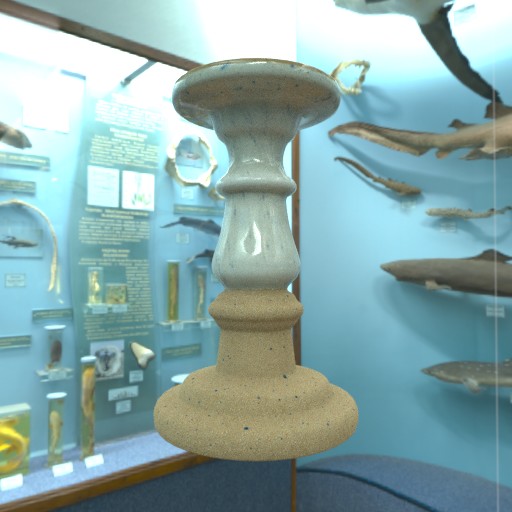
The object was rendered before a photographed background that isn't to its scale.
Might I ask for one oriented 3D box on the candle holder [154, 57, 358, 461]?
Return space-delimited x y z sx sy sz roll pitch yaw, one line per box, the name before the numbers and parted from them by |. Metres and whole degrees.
candle holder | 0.000 0.000 0.275 0.123 0.202 0.123 0 -1 0
